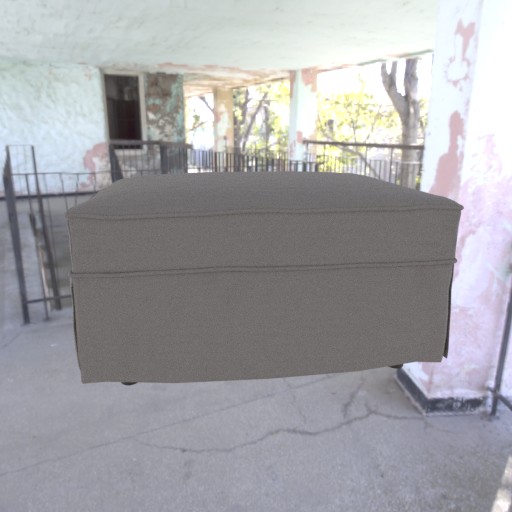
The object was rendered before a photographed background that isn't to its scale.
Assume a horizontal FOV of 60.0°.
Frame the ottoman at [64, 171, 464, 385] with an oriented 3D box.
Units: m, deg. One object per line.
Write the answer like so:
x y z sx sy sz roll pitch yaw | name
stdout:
0.000 0.000 1.330 0.944 0.479 0.703 -2 16 -6 | ottoman
